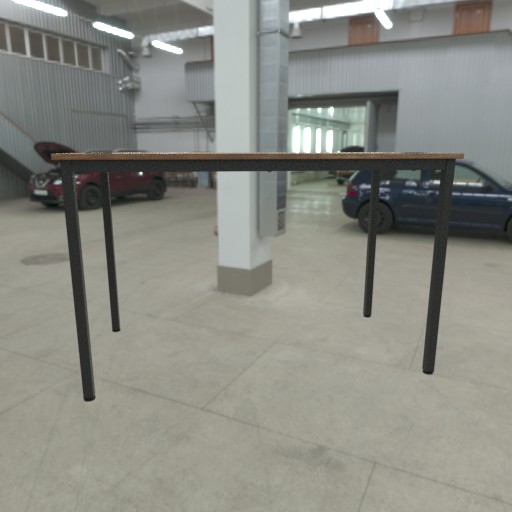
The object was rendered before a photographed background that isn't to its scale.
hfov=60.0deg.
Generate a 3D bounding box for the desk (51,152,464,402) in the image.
[{"bbox_3d":[0.000,0.000,1.643,1.200,0.749,0.600,-2,14,-8],"label":"desk"}]
